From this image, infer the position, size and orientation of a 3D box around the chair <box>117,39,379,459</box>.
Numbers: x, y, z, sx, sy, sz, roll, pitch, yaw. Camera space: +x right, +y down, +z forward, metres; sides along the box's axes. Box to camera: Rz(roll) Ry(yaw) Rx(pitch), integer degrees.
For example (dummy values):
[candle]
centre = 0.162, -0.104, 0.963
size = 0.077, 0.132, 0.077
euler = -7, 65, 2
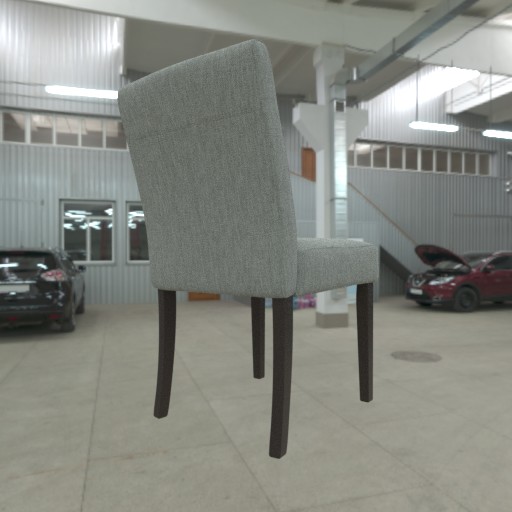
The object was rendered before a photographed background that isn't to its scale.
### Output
[chair]
centre = 0.000, 0.000, 1.237
size = 0.487, 0.884, 0.629
euler = 0, 1, 37
